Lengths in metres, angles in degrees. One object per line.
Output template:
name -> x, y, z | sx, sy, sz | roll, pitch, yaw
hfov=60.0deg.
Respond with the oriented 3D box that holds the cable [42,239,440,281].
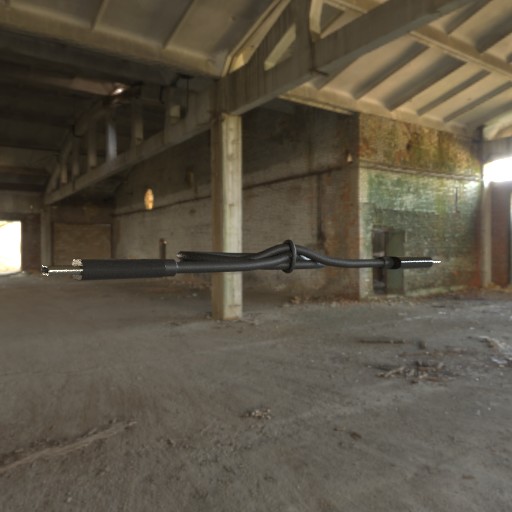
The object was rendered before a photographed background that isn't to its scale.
cable -> 0.000, 0.000, 0.203 | 0.186, 0.014, 0.070 | 0, 1, -35
